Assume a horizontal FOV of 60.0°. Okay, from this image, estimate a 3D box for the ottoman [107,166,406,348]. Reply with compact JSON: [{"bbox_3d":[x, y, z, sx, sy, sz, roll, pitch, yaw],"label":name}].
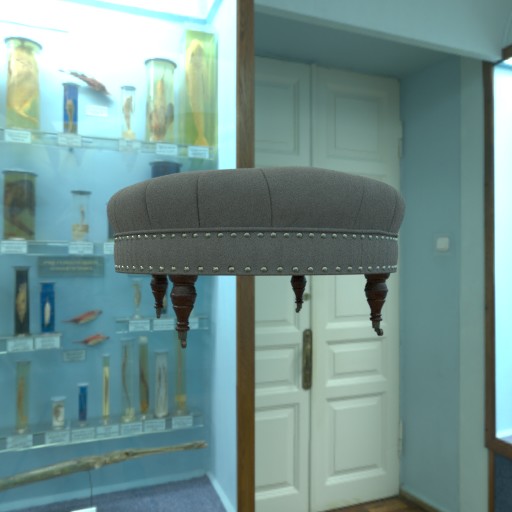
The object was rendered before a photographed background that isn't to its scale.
[{"bbox_3d":[0.000,0.000,1.395,0.901,0.439,0.901,0,0,0],"label":"ottoman"}]
